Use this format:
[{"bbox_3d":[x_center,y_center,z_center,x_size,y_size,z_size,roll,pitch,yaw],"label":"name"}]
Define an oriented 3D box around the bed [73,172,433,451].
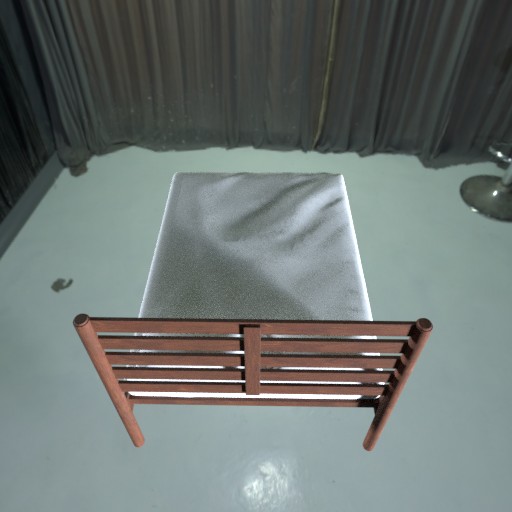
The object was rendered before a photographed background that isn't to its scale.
[{"bbox_3d":[0.000,0.000,3.022,1.509,1.304,2.093,1,46,1],"label":"bed"}]
